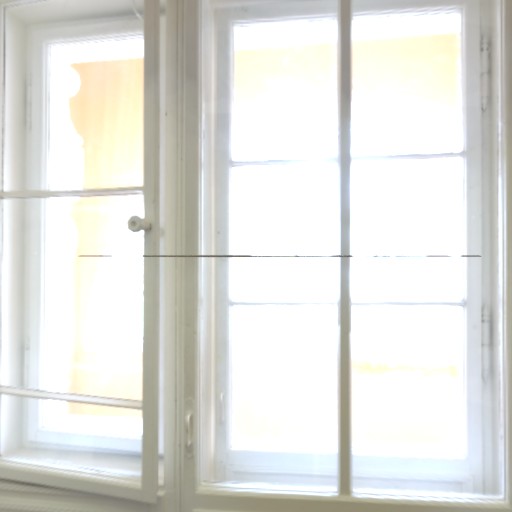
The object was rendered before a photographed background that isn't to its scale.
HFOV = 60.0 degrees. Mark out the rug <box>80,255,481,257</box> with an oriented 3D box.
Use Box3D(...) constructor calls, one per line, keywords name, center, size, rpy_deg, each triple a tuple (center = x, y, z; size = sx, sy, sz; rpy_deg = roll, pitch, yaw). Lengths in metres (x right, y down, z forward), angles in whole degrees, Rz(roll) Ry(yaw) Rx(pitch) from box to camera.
Box3D(name="rug", center=(0.000, 0.000, 4.092), size=(2.363, 0.012, 2.980), rpy_deg=(0, 0, -37))
